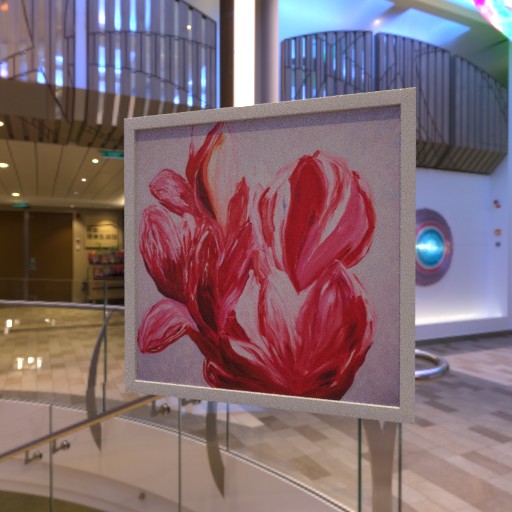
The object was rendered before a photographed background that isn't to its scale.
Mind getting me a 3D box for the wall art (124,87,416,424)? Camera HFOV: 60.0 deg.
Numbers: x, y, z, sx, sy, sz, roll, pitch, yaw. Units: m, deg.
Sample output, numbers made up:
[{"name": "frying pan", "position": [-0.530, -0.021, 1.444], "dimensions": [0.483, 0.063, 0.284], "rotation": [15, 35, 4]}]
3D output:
[{"name": "wall art", "position": [0.000, 0.000, 0.981], "dimensions": [0.664, 0.661, 0.020], "rotation": [0, 1, 18]}]
